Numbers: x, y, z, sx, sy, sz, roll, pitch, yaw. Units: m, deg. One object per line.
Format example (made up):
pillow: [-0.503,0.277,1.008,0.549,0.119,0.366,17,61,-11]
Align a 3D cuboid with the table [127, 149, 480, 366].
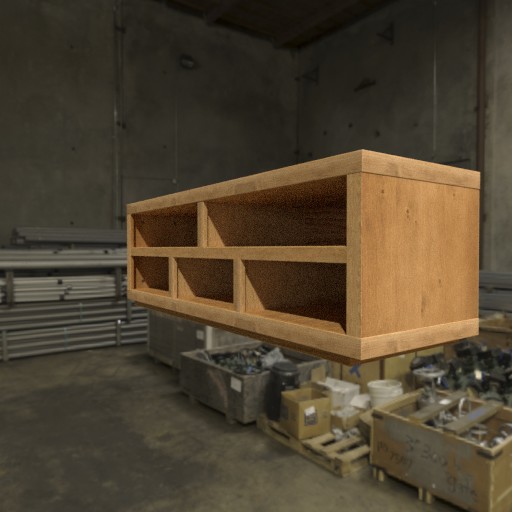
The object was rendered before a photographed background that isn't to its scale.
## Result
table: [0.000,0.000,1.728,0.499,0.491,1.499,-1,1,-36]
